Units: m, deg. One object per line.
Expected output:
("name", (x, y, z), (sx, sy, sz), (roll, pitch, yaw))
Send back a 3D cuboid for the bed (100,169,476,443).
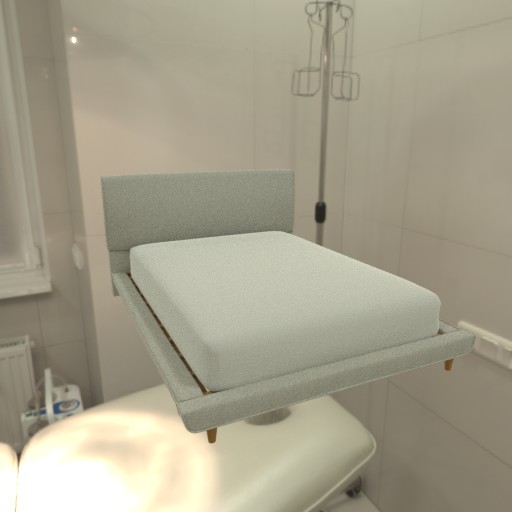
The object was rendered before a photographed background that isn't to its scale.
("bed", (0.000, 0.000, 3.251), (1.840, 1.067, 2.368), (-7, 17, -24))
